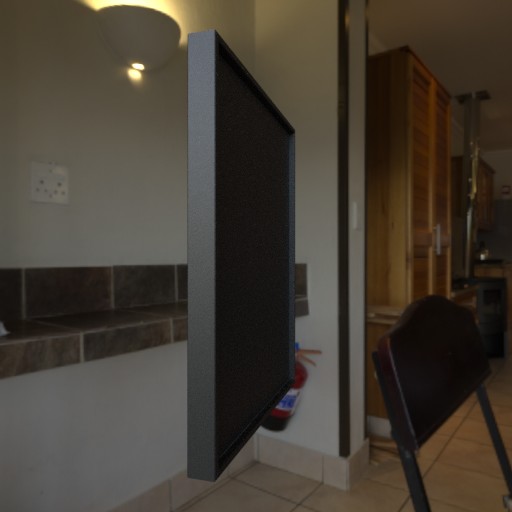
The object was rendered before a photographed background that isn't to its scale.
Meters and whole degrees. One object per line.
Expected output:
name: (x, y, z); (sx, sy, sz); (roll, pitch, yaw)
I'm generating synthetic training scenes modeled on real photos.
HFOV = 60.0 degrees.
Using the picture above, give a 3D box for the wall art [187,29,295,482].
wall art: (0.000, 0.000, 0.762); (0.039, 0.555, 0.449); (0, 0, 18)
